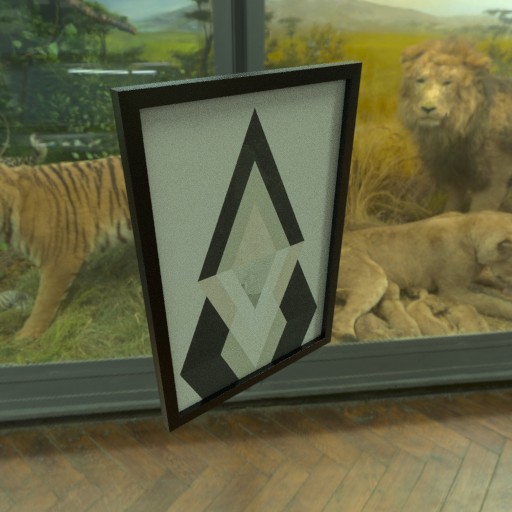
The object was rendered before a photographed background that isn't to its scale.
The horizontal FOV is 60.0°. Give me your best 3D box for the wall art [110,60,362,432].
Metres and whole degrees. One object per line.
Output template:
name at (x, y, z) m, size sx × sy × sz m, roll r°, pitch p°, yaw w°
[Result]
wall art at (0.000, 0.000, 0.590) m, size 0.314 × 0.455 × 0.019 m, roll -21°, pitch 37°, yaw -31°
